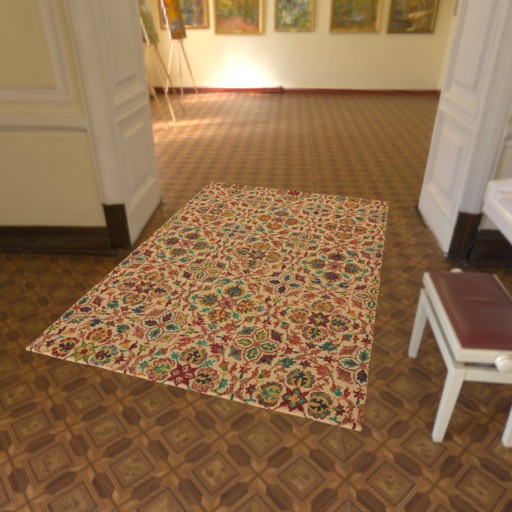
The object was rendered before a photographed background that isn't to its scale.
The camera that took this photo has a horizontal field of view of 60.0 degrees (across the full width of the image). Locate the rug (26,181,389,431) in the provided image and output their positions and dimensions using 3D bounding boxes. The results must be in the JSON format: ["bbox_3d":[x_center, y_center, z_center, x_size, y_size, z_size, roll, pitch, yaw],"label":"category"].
[{"bbox_3d":[0.000,0.000,2.817,1.541,0.018,2.297,9,31,15],"label":"rug"}]
